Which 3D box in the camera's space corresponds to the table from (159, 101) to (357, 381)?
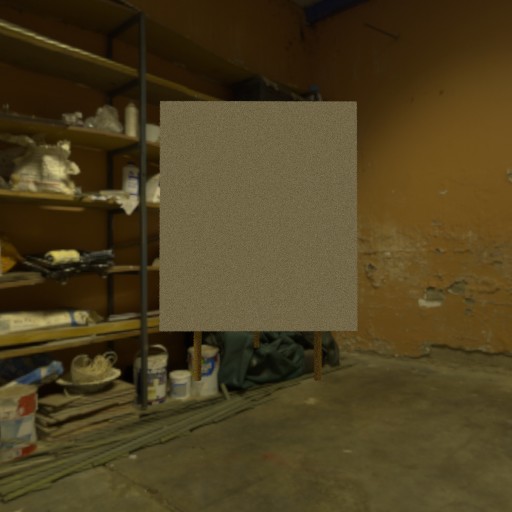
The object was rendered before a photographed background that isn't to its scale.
[{"bbox_3d":[0.000,0.000,1.877,0.508,0.769,1.500,0,-1,0],"label":"table"}]
